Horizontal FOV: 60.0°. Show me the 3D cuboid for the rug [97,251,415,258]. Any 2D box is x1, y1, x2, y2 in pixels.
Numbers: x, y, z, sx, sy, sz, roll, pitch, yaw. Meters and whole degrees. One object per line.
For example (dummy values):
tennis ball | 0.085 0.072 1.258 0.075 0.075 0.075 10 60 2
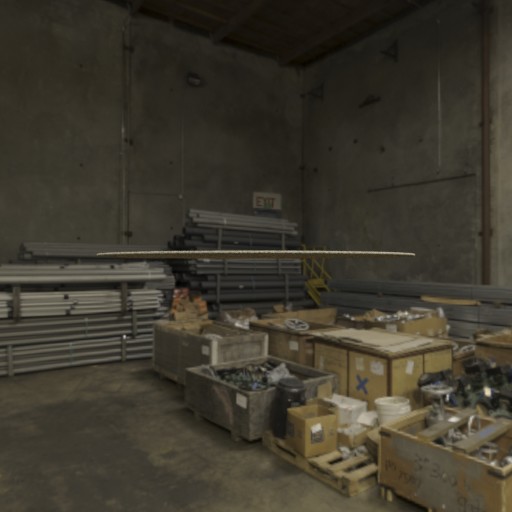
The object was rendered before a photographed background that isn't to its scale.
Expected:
rug | 0.000 0.000 2.363 1.598 0.010 1.598 0 -1 0
